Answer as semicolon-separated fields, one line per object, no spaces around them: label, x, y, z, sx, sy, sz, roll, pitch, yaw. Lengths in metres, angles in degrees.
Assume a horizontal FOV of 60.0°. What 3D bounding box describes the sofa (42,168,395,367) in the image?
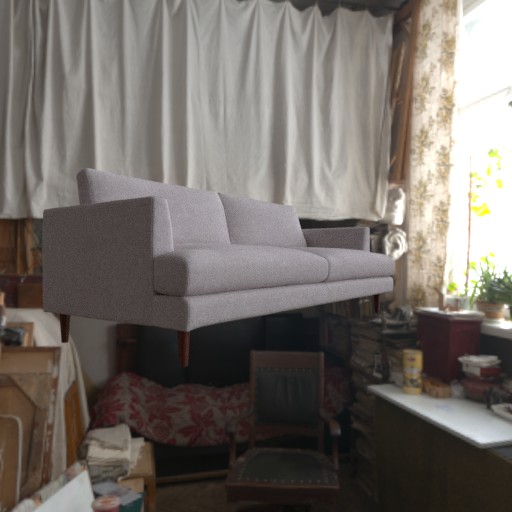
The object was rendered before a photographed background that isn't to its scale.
sofa;0.000;0.000;2.800;1.020;0.868;2.250;0;0;36
